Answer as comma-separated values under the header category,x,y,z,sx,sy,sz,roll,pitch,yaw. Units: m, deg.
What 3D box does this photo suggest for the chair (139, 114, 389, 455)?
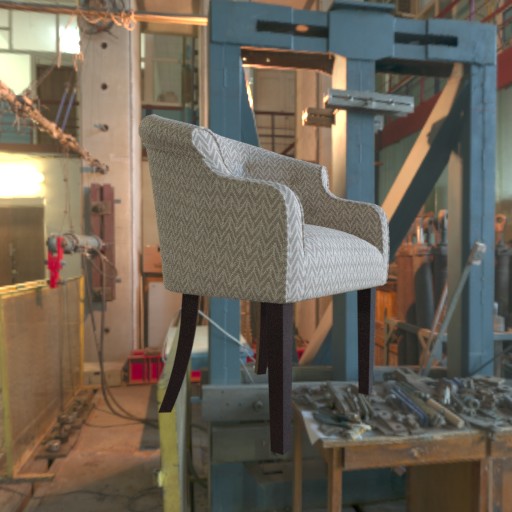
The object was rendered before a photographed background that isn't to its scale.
category,x,y,z,sx,sy,sz,roll,pitch,yaw
chair,0.000,0.000,1.324,0.613,0.858,0.686,1,1,36
